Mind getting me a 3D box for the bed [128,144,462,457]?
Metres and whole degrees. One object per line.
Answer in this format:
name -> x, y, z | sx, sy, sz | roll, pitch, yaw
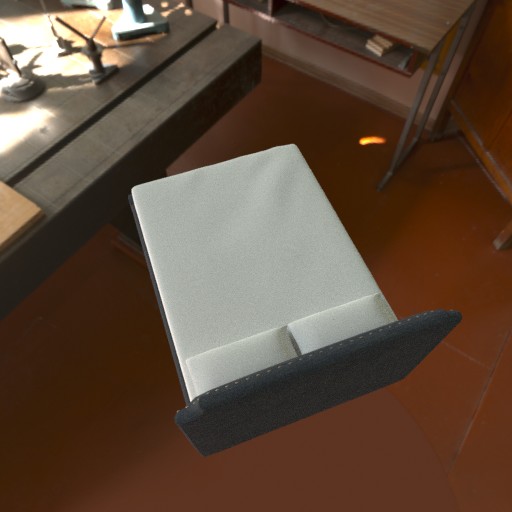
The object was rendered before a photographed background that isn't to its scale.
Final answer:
bed -> 0.000, 0.000, 3.471 | 1.713, 1.443, 2.372 | -17, 60, -10
